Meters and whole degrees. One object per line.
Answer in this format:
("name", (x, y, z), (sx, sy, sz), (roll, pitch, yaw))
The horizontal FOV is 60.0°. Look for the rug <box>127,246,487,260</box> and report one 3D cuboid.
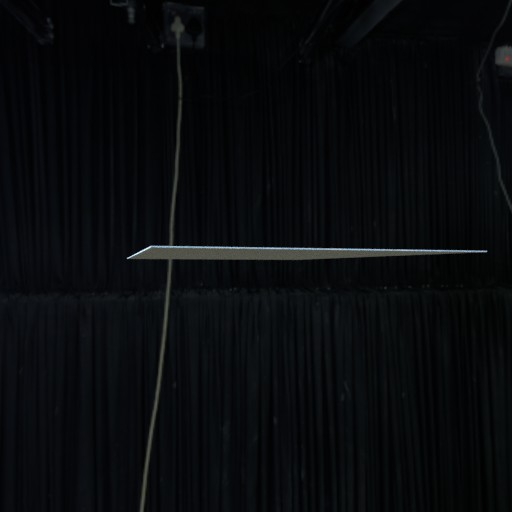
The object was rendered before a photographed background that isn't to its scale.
("rug", (0.000, 0.000, 3.739), (1.982, 0.006, 2.895), (0, -2, -18))
